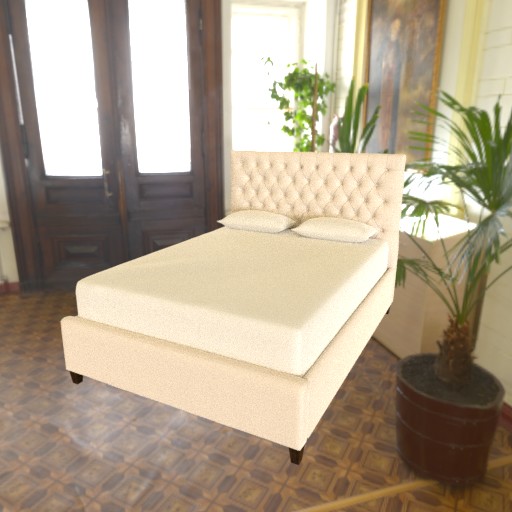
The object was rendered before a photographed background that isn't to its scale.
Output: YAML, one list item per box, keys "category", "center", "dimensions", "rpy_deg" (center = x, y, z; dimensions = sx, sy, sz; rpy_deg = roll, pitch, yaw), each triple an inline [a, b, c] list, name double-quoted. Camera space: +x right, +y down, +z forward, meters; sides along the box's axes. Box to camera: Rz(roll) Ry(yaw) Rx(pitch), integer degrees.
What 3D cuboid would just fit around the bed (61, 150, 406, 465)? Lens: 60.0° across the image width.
- category: "bed"
  center: [0.000, 0.000, 3.321]
  dimensions: [1.696, 1.426, 2.233]
  rpy_deg: [8, 18, 26]
